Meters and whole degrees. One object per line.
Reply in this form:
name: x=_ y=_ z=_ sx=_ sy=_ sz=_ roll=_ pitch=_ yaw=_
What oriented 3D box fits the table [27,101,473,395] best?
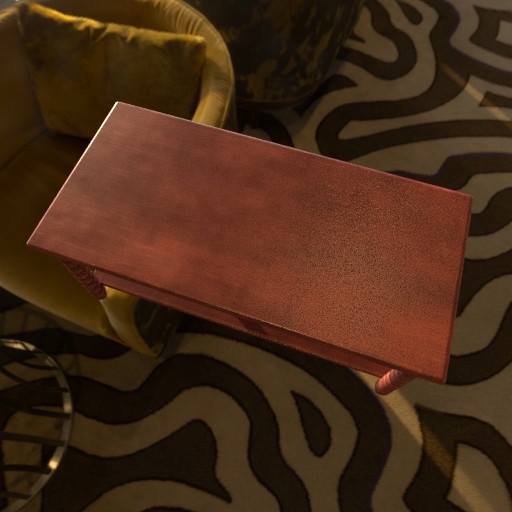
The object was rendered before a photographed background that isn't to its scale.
table: x=0.000 y=0.000 z=1.490 sx=1.171 sy=0.485 sz=0.580 roll=17 pitch=65 yaw=8
